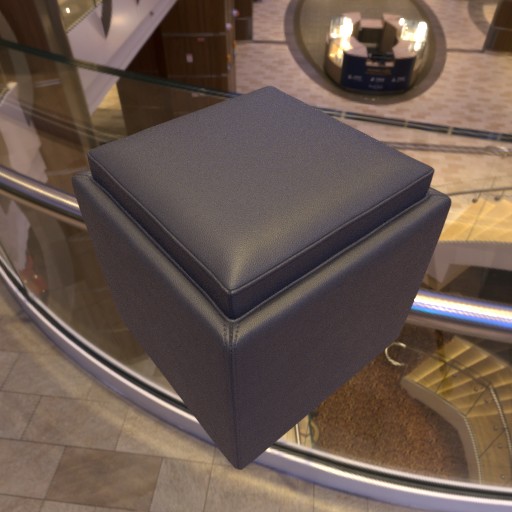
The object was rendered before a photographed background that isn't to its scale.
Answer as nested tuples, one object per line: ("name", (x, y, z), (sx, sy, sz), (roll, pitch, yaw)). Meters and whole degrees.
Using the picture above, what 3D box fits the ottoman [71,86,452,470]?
("ottoman", (0.000, 0.000, 0.814), (0.451, 0.460, 0.450), (-30, 52, -27))
